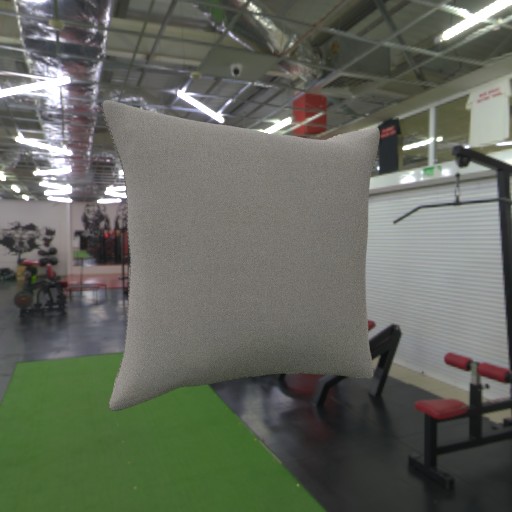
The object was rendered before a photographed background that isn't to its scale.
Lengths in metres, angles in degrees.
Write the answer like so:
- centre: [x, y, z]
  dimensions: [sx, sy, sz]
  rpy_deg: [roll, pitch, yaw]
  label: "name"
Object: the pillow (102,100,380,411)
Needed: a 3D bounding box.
- centre: [0.000, 0.000, 0.639]
  dimensions: [0.416, 0.401, 0.173]
  rpy_deg: [-1, 2, -20]
  label: "pillow"
